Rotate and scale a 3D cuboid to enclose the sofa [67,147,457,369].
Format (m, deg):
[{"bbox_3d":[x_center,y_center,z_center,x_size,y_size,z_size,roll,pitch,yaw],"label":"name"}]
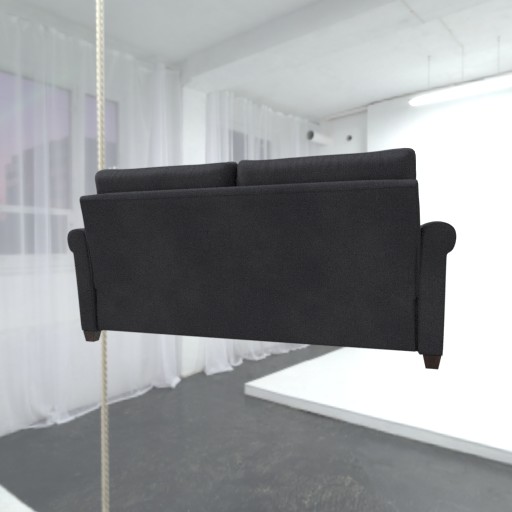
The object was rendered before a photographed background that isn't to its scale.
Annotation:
[{"bbox_3d":[0.000,0.000,2.398,1.935,0.942,0.842,0,1,19],"label":"sofa"}]
